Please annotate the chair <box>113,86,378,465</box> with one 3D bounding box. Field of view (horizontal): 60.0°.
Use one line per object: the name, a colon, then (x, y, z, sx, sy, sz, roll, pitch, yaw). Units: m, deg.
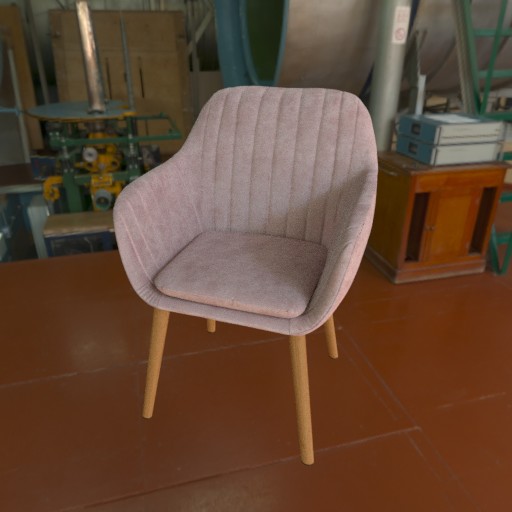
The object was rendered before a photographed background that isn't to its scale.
chair: (0.000, 0.000, 1.233, 0.610, 0.832, 0.570, 9, 28, 17)
